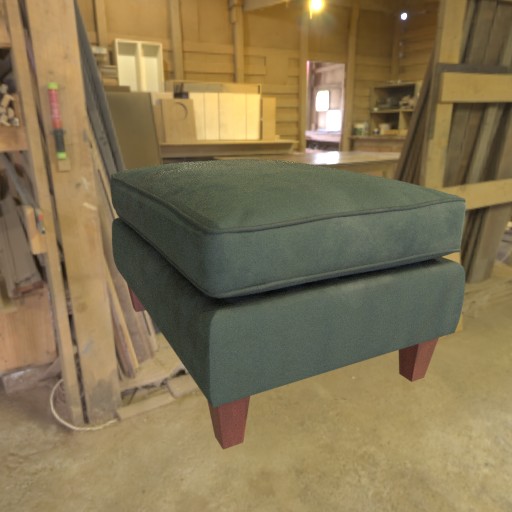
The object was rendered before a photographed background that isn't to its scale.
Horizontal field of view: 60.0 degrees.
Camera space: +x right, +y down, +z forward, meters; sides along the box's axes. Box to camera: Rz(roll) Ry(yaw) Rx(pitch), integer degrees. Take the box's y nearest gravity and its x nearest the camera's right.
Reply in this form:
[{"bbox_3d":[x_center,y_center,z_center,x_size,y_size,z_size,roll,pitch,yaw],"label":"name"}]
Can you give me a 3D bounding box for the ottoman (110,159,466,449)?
[{"bbox_3d":[0.000,0.000,1.225,0.632,0.495,0.864,-9,19,-26],"label":"ottoman"}]
